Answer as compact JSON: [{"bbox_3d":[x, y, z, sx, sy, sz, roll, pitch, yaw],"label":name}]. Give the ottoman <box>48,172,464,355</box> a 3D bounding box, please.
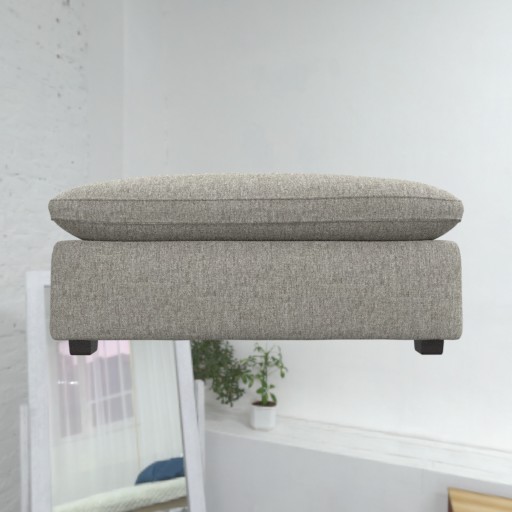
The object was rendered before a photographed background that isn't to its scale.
[{"bbox_3d":[0.000,0.000,1.328,0.977,0.451,0.694,0,2,0],"label":"ottoman"}]
